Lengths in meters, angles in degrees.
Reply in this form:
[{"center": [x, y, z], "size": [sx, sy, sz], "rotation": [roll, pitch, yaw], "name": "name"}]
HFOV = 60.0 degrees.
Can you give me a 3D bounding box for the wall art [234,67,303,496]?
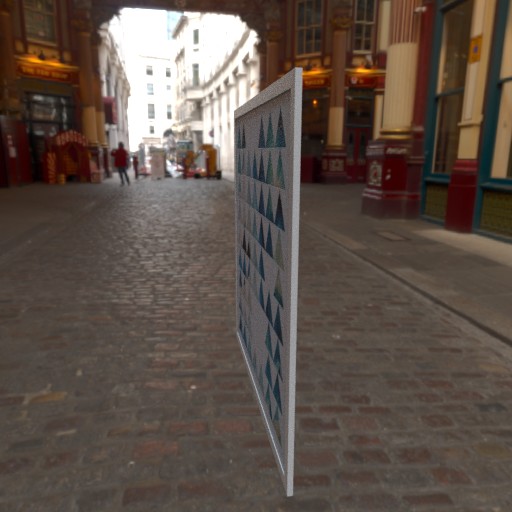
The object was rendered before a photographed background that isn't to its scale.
[{"center": [0.000, 0.000, 0.671], "size": [0.007, 0.456, 0.456], "rotation": [-2, 14, -10], "name": "wall art"}]
